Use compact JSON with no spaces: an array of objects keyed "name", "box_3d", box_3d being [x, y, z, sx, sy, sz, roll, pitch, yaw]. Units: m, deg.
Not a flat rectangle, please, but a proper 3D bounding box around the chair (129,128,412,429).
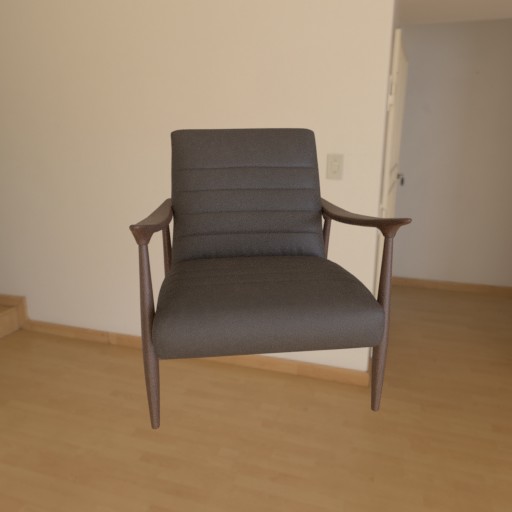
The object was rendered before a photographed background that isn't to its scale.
[{"name":"chair","box_3d":[0.000,0.000,1.483,0.741,0.831,0.798,-2,16,-7]}]
